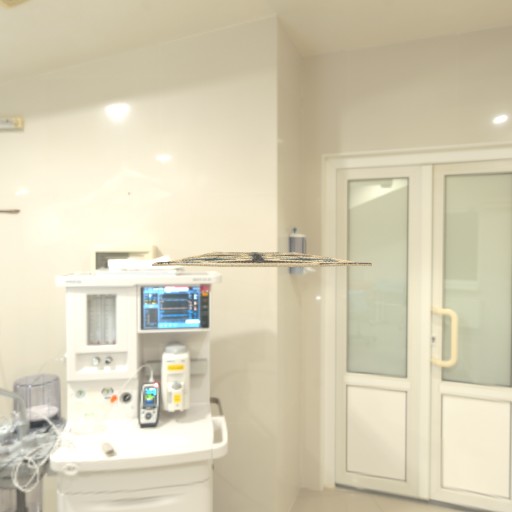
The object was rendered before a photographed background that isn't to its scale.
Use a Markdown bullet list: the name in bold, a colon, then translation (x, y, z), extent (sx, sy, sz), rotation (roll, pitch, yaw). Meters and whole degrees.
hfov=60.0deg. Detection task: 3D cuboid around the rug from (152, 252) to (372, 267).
- **rug**: translation (0.000, 0.000, 2.519), extent (0.692, 0.017, 2.301), rotation (0, 1, -1)
